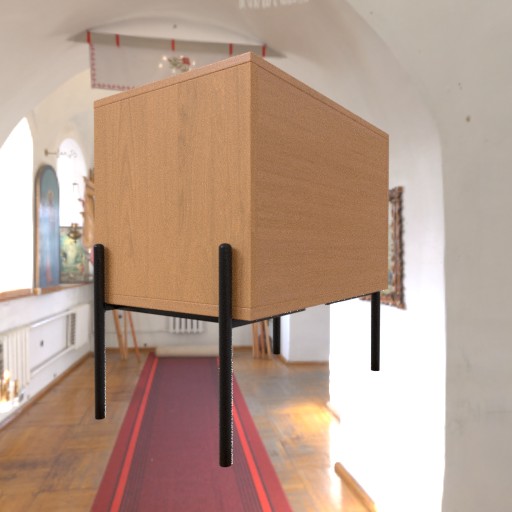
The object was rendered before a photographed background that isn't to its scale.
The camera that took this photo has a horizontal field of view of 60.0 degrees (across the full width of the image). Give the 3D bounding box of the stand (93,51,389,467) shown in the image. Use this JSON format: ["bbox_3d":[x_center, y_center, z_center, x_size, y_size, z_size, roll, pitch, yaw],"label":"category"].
[{"bbox_3d":[0.000,0.000,0.991,0.400,0.600,0.630,1,2,36],"label":"stand"}]
